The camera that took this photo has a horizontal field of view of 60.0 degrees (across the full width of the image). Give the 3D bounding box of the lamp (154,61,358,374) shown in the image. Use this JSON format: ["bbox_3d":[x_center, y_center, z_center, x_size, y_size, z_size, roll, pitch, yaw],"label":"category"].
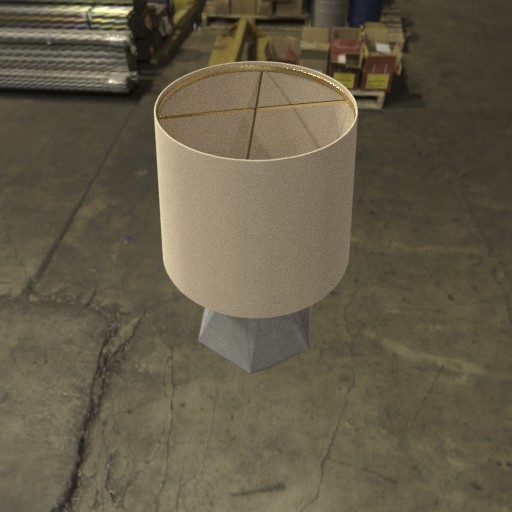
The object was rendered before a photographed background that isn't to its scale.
[{"bbox_3d":[0.000,0.000,0.683,0.276,0.501,0.276,0,46,0],"label":"lamp"}]
